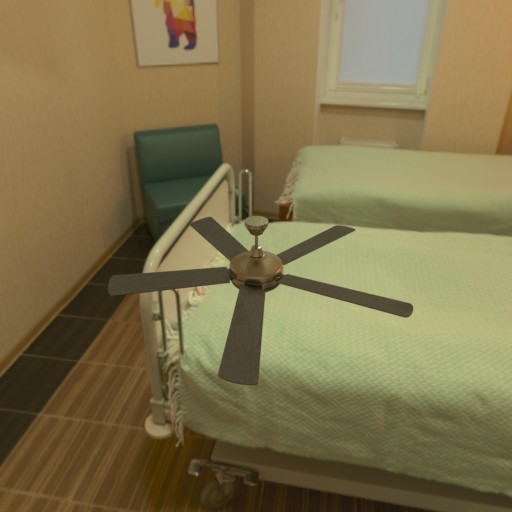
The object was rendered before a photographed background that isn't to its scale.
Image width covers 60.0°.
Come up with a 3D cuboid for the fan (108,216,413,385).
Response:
[{"bbox_3d":[0.000,0.000,2.030,1.321,0.356,1.321,-10,31,-17],"label":"fan"}]
